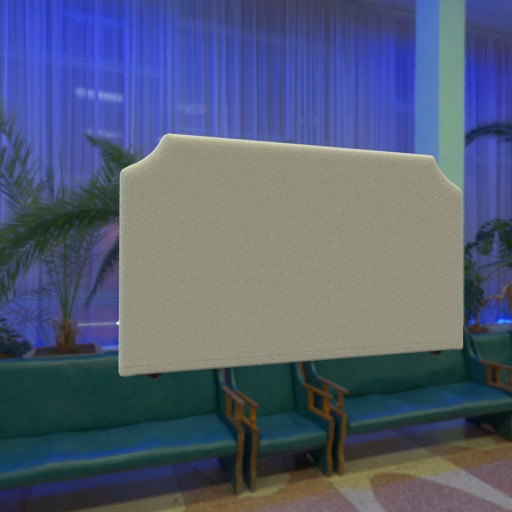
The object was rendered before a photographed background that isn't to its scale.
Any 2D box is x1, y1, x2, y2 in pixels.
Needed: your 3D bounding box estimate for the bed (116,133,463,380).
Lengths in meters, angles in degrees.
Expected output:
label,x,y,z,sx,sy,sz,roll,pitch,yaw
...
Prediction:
label,x,y,z,sx,sy,sz,roll,pitch,yaw
bed,0.000,0.000,3.603,2.160,1.301,2.204,0,0,-18
